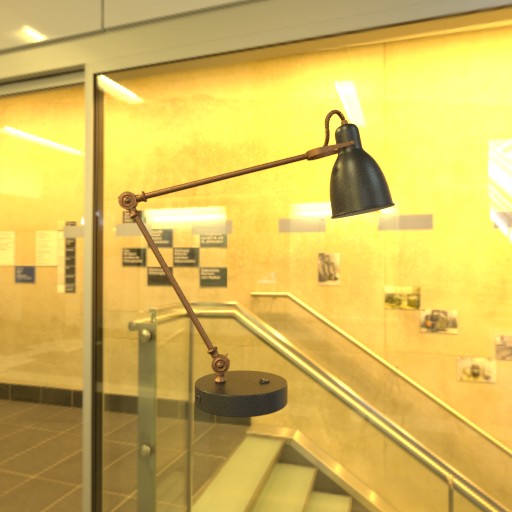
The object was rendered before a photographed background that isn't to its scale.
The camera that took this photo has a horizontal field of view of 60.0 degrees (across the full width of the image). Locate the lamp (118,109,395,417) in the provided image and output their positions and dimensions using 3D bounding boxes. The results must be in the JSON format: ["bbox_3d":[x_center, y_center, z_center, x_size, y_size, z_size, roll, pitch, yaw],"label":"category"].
[{"bbox_3d":[0.000,0.000,0.899,0.561,0.587,0.187,0,-1,-1],"label":"lamp"}]
